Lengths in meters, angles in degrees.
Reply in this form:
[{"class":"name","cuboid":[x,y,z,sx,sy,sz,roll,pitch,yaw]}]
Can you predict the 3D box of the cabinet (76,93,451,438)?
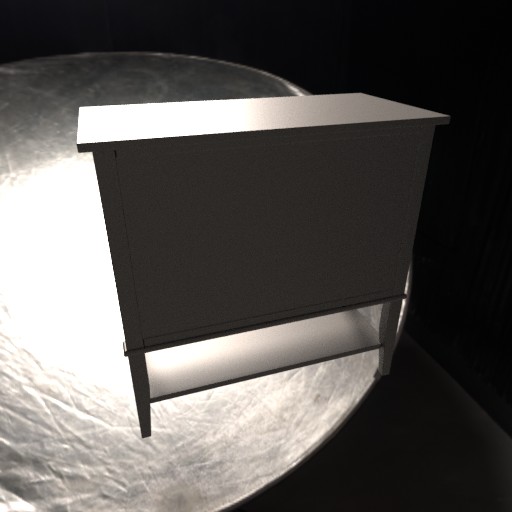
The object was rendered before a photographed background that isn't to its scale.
[{"class":"cabinet","cuboid":[0.000,0.000,1.240,0.801,0.780,0.396,-9,29,-17]}]
